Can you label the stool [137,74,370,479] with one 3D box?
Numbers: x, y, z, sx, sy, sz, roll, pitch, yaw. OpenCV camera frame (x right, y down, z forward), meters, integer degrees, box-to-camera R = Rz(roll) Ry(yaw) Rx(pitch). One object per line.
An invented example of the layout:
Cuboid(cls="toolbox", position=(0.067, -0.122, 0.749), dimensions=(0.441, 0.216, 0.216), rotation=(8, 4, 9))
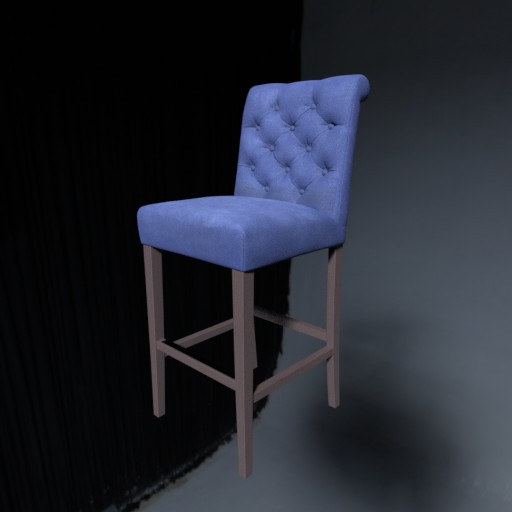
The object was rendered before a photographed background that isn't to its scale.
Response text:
Cuboid(cls="stool", position=(0.000, 0.000, 1.477), dimensions=(0.493, 1.140, 0.601), rotation=(13, 20, 41))
